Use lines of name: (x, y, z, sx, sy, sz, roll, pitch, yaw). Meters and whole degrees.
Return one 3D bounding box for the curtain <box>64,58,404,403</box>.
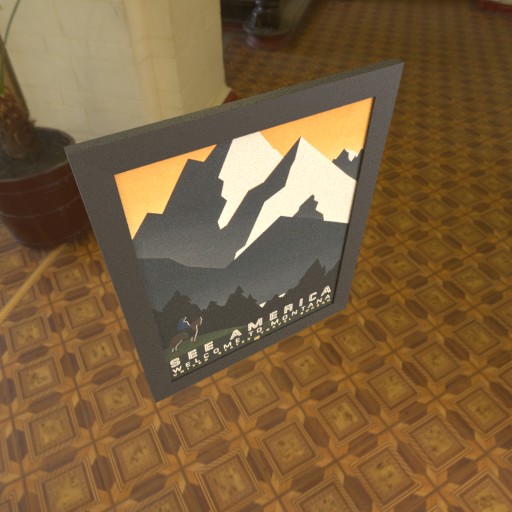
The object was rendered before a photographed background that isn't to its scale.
curtain: (0.000, 0.000, 0.779, 0.483, 0.585, 0.027, -22, 50, -20)
